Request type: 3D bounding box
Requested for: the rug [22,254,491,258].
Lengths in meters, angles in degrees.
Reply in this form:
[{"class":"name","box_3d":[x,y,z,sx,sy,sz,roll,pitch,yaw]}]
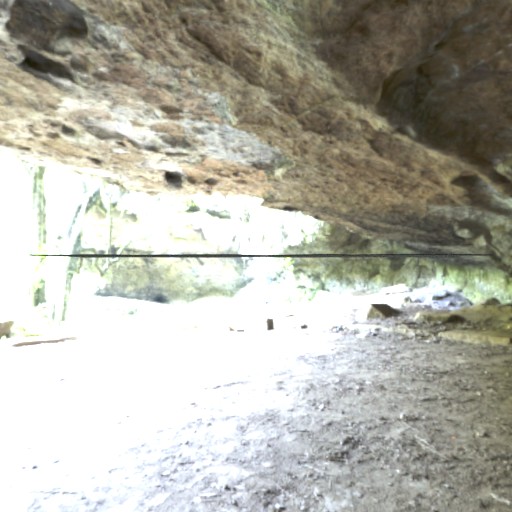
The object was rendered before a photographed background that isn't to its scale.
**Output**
[{"class":"rug","box_3d":[0.000,0.000,2.698,2.476,0.010,0.807,0,-1,1]}]
